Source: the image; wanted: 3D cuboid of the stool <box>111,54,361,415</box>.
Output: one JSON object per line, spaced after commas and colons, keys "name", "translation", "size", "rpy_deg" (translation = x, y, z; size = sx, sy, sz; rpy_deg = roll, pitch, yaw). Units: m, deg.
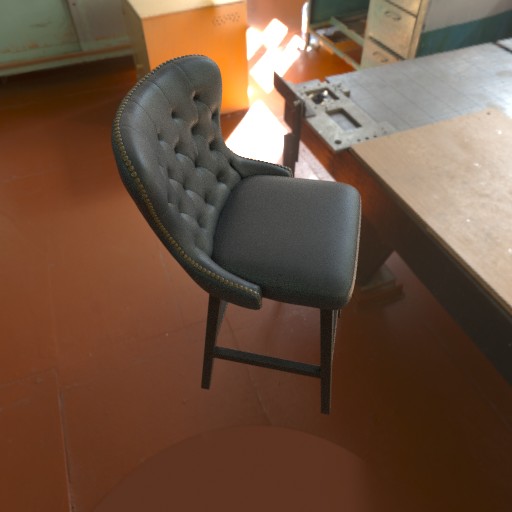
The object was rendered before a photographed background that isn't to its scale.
{"name": "stool", "translation": [0.000, 0.000, 1.298], "size": [0.593, 0.971, 0.528], "rpy_deg": [9, 48, 8]}
